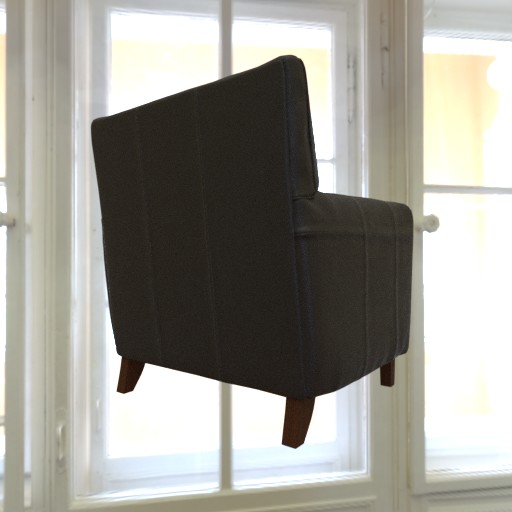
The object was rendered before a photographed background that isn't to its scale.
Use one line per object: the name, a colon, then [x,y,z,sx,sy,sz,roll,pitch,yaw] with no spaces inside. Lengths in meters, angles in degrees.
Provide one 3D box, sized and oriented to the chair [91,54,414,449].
chair: [0.000,0.000,1.564,0.870,0.943,0.825,0,0,38]
